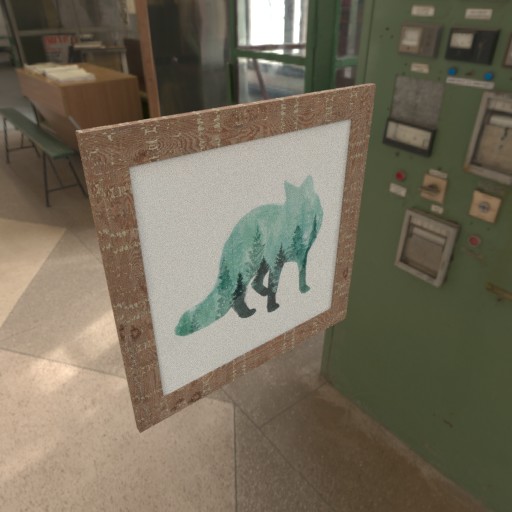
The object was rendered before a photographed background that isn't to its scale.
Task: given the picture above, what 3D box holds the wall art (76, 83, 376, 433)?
[{"bbox_3d":[0.000,0.000,0.576,0.384,0.384,0.012,-21,37,-32],"label":"wall art"}]
